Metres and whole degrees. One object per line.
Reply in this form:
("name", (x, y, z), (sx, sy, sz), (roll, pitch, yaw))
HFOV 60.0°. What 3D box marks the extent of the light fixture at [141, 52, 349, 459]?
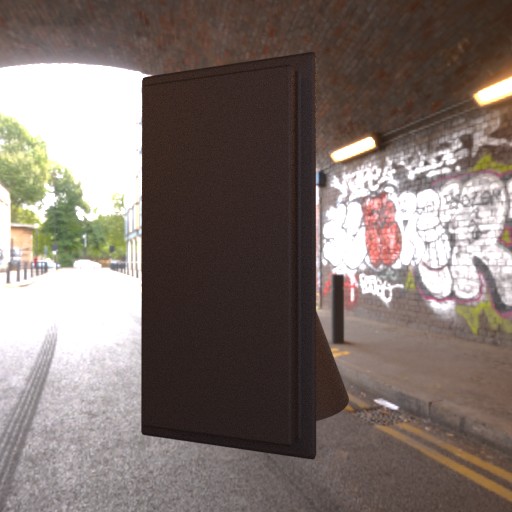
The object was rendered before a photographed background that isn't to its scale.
("light fixture", (0.000, 0.000, 0.425), (0.170, 0.298, 0.207), (0, 0, 18))
